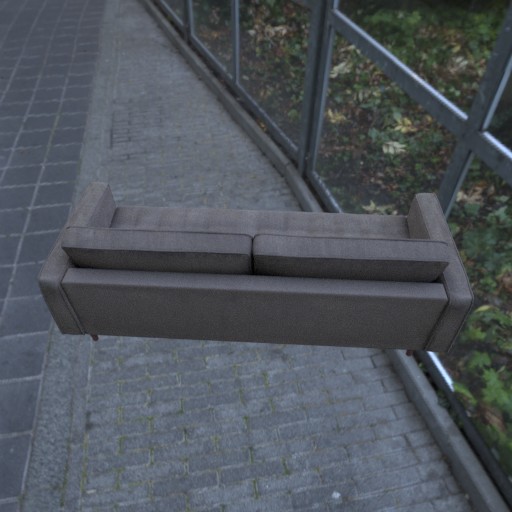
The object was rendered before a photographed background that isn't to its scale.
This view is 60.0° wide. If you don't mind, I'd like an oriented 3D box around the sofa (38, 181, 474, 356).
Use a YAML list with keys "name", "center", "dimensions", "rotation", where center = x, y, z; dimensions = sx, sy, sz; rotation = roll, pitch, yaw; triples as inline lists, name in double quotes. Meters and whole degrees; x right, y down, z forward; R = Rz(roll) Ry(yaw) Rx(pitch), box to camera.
- name: "sofa"
  center: [0.000, 0.000, 2.693]
  dimensions: [2.295, 0.813, 0.923]
  rotation: [2, 45, 2]
